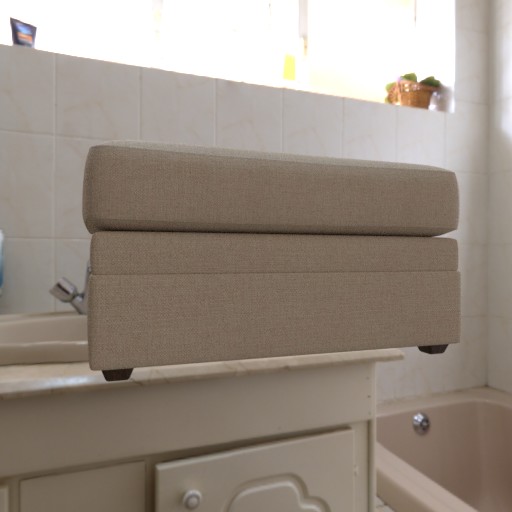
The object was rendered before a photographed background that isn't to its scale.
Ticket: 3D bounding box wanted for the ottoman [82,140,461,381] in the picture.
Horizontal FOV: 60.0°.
[{"bbox_3d":[0.000,0.000,1.220,0.885,0.478,0.637,0,0,-19],"label":"ottoman"}]
